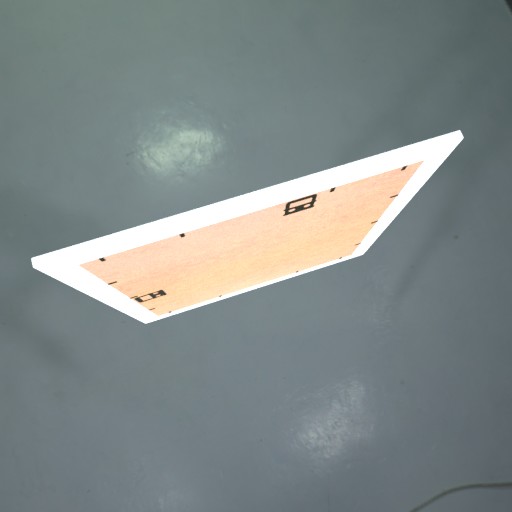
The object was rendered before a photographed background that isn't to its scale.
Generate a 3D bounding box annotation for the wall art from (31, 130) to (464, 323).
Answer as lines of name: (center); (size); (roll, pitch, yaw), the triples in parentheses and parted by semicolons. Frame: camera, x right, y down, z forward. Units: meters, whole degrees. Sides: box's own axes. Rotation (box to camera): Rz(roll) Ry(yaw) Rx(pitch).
wall art: (0.000, 0.000, 0.853); (0.584, 0.584, 0.013); (-17, 75, -5)
